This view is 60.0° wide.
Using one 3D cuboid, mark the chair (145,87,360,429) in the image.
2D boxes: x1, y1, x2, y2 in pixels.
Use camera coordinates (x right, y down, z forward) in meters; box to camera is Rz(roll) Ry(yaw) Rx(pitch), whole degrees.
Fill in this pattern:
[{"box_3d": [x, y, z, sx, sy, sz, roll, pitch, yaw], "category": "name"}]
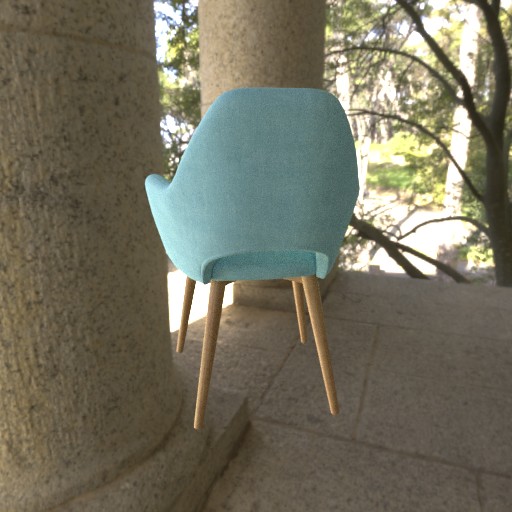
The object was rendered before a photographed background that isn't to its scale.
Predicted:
[{"box_3d": [0.000, 0.000, 1.253, 0.590, 0.840, 0.610, -3, 15, -9], "category": "chair"}]
